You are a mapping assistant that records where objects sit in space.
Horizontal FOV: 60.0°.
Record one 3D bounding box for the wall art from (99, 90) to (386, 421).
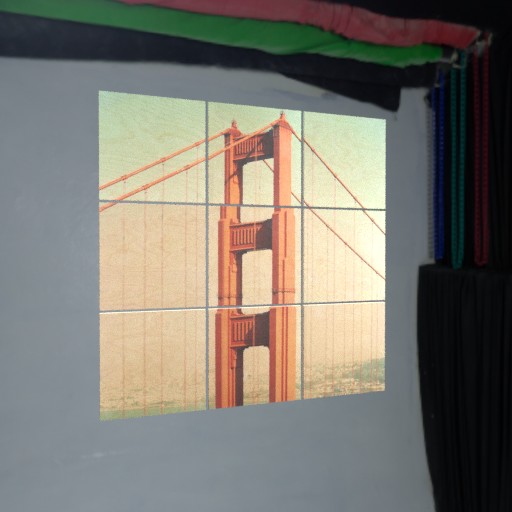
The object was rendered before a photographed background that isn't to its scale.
[{"bbox_3d":[0.000,0.000,1.820,1.214,1.219,0.013,0,1,-17],"label":"wall art"}]
